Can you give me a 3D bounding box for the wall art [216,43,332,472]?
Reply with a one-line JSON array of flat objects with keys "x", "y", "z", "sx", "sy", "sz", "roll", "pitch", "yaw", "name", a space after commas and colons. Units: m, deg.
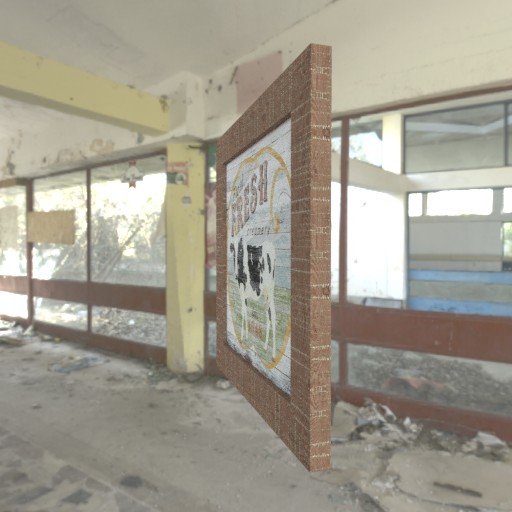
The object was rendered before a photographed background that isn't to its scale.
[{"x": 0.000, "y": 0.000, "z": 0.804, "sx": 0.029, "sy": 0.531, "sz": 0.531, "roll": 0, "pitch": 1, "yaw": -18, "name": "wall art"}]
